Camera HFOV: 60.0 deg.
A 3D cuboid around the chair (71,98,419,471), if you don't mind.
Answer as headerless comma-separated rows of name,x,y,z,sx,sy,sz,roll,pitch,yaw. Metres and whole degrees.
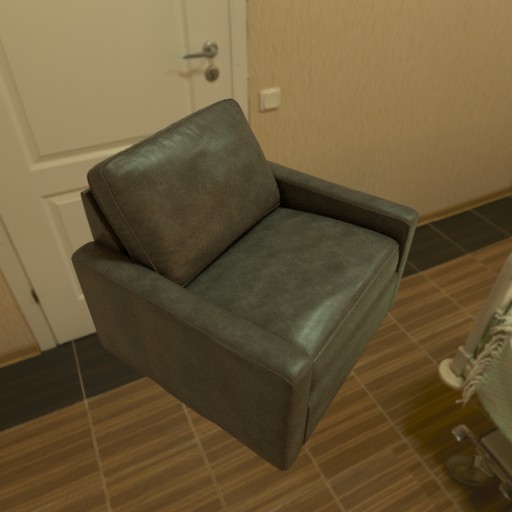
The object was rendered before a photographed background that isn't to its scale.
chair,0.000,0.000,1.742,0.939,0.916,1.006,24,46,26
